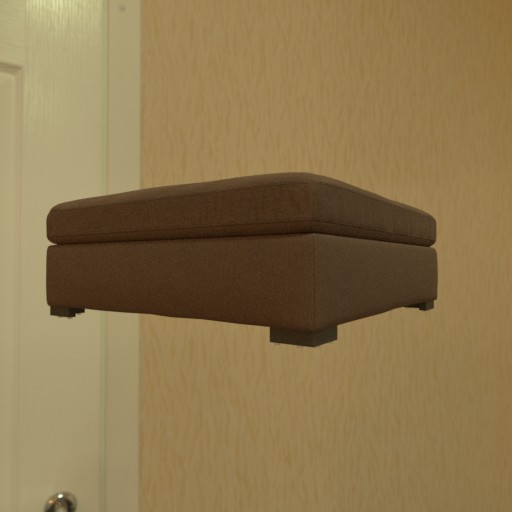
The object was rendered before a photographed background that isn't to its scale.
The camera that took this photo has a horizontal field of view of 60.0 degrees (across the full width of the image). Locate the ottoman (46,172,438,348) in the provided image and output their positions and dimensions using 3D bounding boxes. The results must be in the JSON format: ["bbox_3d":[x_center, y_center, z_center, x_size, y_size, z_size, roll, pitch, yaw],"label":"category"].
[{"bbox_3d":[0.000,0.000,1.825,1.181,0.470,1.181,-1,-1,35],"label":"ottoman"}]
